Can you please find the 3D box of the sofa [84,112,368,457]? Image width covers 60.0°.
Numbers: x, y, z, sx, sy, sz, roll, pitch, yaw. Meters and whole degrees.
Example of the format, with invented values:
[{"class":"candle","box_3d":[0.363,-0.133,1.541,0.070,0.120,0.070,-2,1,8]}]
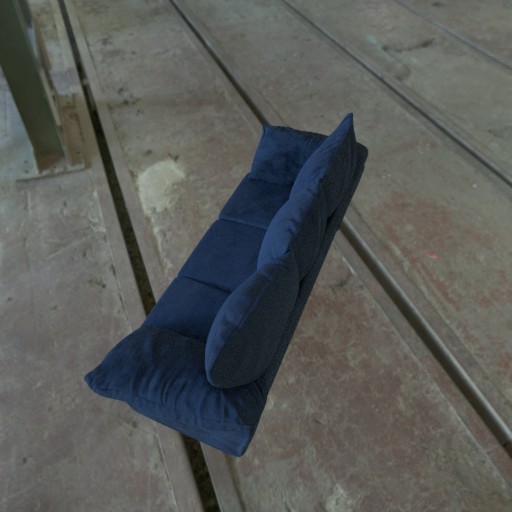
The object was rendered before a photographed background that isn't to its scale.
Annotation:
[{"class":"sofa","box_3d":[0.000,0.000,2.844,0.907,1.091,2.390,17,51,15]}]
